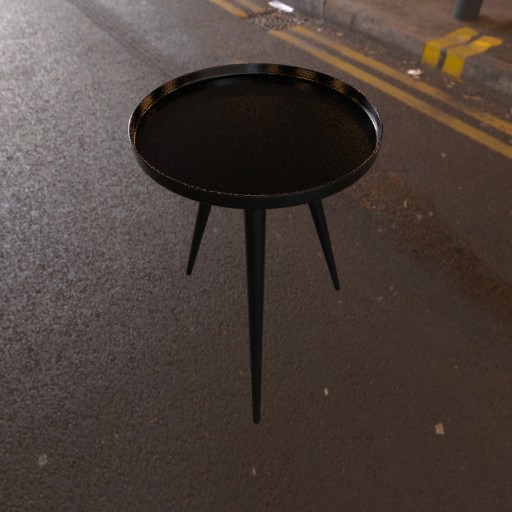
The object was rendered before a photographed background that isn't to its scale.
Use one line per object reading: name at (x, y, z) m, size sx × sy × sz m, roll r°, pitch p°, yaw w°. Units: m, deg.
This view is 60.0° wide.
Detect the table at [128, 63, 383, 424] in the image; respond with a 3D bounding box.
table at (0.000, 0.000, 0.835) m, size 0.403 × 0.548 × 0.415 m, roll 4°, pitch 47°, yaw 3°
